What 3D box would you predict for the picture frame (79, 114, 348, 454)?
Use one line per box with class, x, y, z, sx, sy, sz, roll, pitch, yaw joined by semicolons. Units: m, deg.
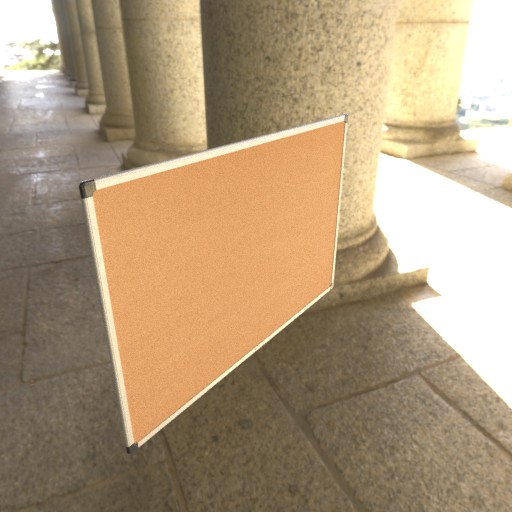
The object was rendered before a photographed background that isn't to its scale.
picture frame;0.000;0.000;1.137;0.010;0.600;0.900;19;32;33
